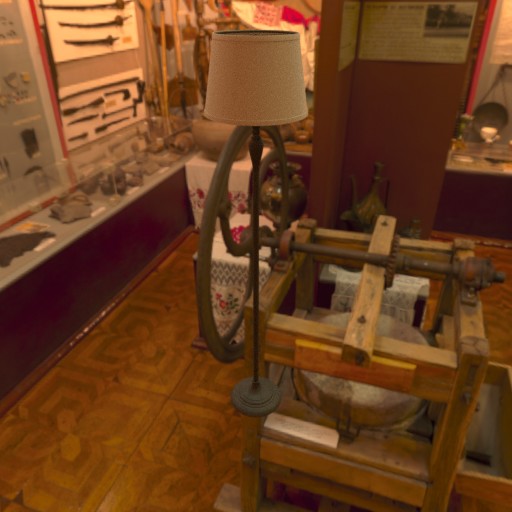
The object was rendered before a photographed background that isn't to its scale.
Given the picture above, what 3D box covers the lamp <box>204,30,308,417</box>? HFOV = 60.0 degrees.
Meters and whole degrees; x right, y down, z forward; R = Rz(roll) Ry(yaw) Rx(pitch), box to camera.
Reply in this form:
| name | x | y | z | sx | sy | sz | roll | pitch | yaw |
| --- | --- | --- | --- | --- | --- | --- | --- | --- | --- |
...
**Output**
| name | x | y | z | sx | sy | sz | roll | pitch | yaw |
| --- | --- | --- | --- | --- | --- | --- | --- | --- | --- |
| lamp | 0.000 | 0.000 | 1.669 | 0.327 | 1.506 | 0.327 | 11 | 32 | 18 |
